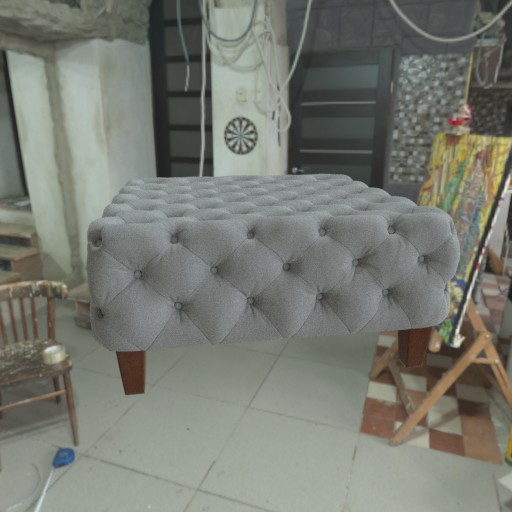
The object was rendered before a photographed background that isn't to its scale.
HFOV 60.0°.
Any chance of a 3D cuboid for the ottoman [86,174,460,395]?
[{"bbox_3d":[0.000,0.000,1.451,0.911,0.439,0.917,-3,17,-9],"label":"ottoman"}]
